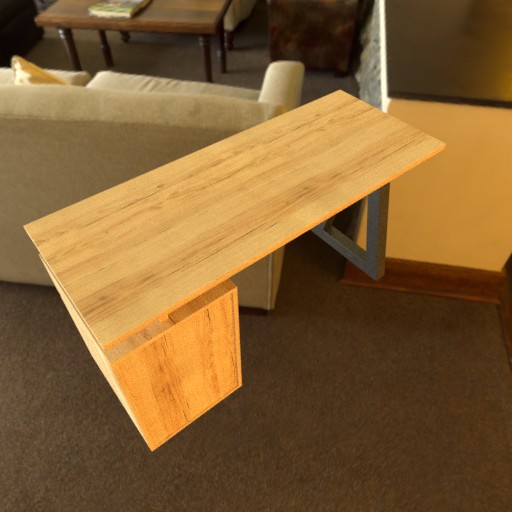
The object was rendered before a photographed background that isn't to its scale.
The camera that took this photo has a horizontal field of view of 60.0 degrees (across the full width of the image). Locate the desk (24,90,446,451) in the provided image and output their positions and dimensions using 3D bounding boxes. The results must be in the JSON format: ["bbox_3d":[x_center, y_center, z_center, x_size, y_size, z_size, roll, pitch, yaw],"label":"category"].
[{"bbox_3d":[0.000,0.000,1.798,1.400,0.760,0.550,-31,54,-25],"label":"desk"}]
